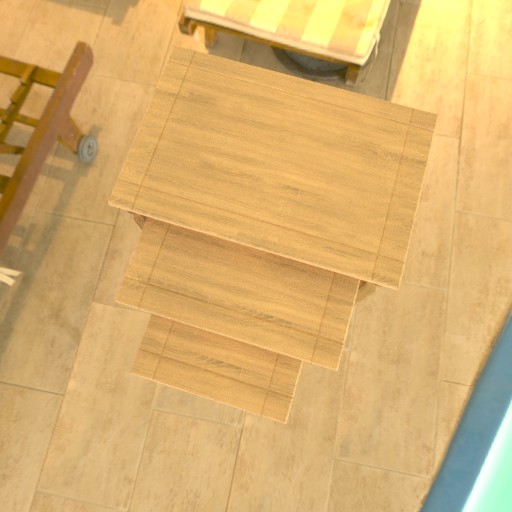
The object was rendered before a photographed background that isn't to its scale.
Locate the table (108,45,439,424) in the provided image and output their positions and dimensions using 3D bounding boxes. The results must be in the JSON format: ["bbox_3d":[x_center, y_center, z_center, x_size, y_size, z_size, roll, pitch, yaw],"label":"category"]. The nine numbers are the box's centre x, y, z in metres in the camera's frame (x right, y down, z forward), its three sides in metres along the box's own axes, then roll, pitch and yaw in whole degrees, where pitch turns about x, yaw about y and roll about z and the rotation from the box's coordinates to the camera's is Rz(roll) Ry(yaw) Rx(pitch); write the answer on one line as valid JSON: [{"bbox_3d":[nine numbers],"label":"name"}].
[{"bbox_3d":[0.000,0.000,1.226,0.660,0.535,0.773,17,76,4],"label":"table"}]
